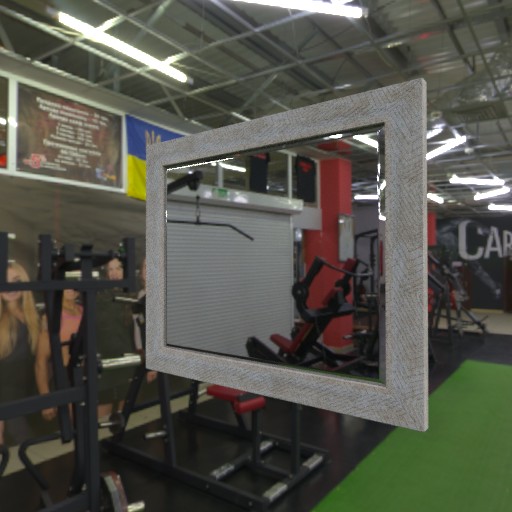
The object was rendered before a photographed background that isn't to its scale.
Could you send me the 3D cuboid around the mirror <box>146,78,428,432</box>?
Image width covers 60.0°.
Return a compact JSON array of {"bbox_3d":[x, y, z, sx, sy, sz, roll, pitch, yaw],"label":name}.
[{"bbox_3d":[0.000,0.000,1.124,0.839,0.689,0.028,0,-1,38],"label":"mirror"}]
